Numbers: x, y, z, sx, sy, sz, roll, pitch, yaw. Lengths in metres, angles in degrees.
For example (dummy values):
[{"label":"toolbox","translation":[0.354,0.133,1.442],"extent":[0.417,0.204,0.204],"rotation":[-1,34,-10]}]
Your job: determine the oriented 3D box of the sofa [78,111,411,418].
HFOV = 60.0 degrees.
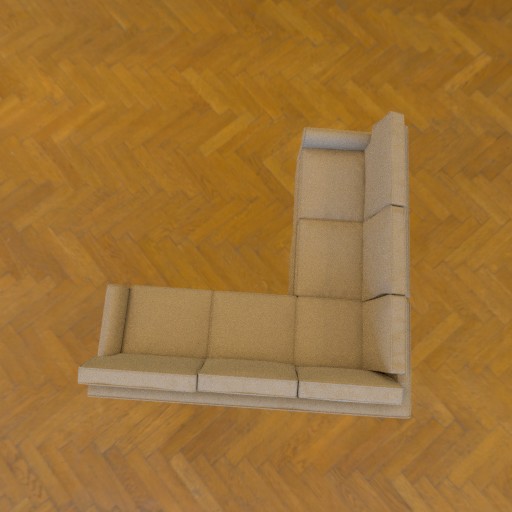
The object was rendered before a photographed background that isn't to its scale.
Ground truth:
[{"label":"sofa","translation":[0.000,0.000,4.257],"extent":[2.733,1.124,2.730],"rotation":[4,76,1]}]
